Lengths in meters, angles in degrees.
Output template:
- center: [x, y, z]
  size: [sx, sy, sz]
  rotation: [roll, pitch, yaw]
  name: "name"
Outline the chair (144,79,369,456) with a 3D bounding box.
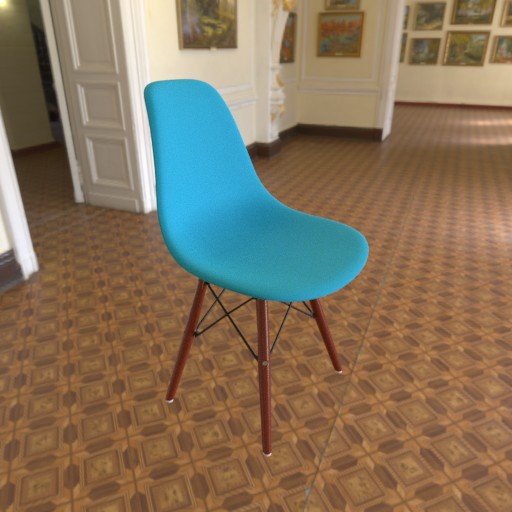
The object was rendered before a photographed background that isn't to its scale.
- center: [0.000, 0.000, 1.140]
  size: [0.533, 0.826, 0.470]
  rotation: [17, 30, 32]
  name: "chair"
